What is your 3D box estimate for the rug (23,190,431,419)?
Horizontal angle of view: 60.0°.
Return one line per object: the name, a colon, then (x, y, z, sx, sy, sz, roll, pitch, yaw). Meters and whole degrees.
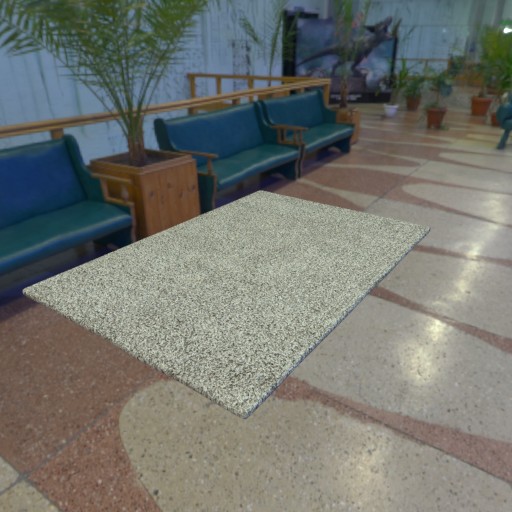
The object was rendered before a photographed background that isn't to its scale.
rug: (0.000, 0.000, 2.242, 1.219, 0.030, 1.778, 18, 31, 32)
